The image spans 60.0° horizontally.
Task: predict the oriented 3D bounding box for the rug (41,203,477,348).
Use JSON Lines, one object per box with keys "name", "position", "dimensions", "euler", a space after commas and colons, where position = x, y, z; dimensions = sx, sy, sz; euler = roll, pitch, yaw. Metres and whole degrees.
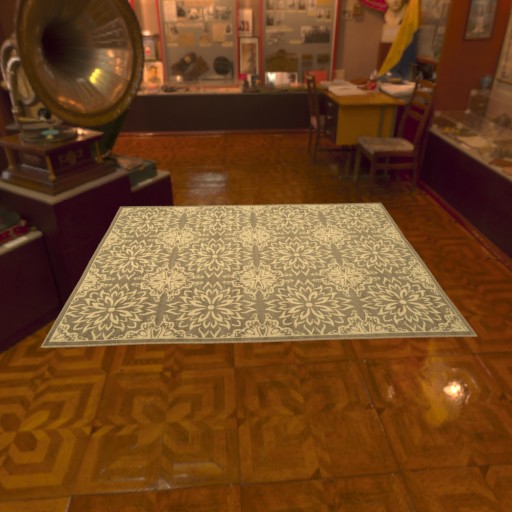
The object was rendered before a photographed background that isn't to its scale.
{"name": "rug", "position": [0.000, 0.000, 4.041], "dimensions": [2.980, 0.012, 2.363], "euler": [-1, 30, -2]}
